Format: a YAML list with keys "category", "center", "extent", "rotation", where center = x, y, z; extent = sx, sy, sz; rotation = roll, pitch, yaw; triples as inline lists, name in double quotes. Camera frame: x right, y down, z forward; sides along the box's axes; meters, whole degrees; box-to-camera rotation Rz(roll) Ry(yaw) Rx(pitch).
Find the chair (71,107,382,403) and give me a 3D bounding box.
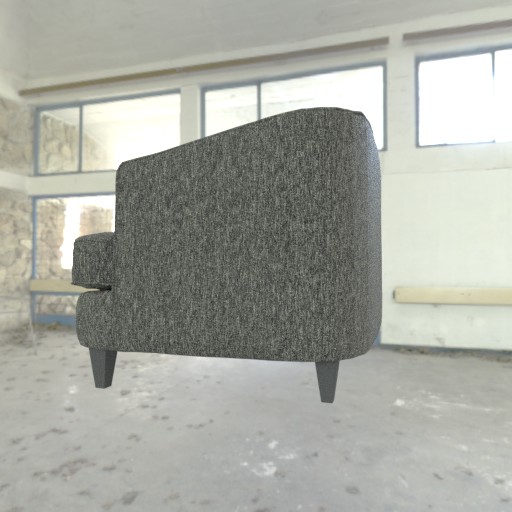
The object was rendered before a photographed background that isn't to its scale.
- category: "chair"
  center: [0.000, 0.000, 1.764]
  extent: [0.941, 0.852, 1.104]
  rotation: [0, -1, 19]
